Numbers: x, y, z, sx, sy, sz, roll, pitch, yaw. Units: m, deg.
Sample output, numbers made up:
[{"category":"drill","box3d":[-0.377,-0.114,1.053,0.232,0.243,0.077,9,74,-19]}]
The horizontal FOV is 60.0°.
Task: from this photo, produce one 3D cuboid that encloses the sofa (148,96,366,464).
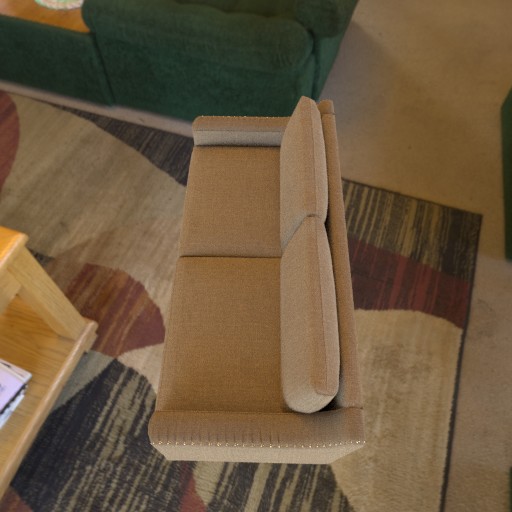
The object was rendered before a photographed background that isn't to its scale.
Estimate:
[{"category":"sofa","box3d":[0.000,0.000,2.698,1.000,0.857,2.208,1,58,1]}]
